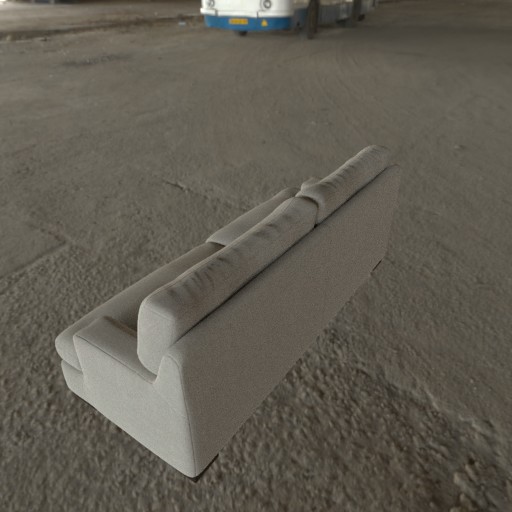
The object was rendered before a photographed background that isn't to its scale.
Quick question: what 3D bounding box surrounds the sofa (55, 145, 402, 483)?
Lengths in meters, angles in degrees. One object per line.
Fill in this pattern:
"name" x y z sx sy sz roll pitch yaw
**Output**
"sofa" 0.000 0.000 2.783 0.962 0.980 2.354 21 38 29
